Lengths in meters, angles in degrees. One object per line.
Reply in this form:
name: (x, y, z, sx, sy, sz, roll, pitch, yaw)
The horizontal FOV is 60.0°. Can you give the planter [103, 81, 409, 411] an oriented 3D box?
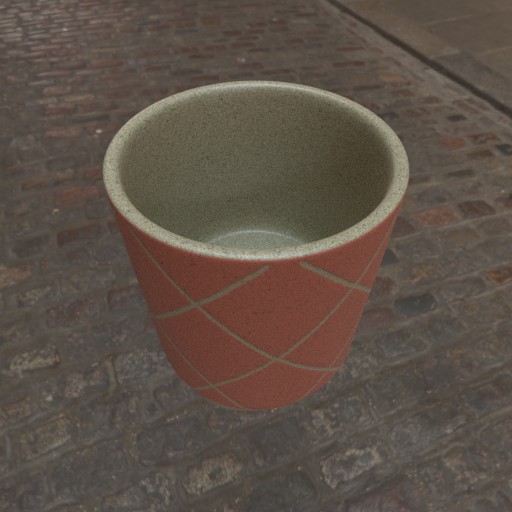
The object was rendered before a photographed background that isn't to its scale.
planter: (0.000, 0.000, 0.354, 0.191, 0.200, 0.191, 0, 47, 0)
